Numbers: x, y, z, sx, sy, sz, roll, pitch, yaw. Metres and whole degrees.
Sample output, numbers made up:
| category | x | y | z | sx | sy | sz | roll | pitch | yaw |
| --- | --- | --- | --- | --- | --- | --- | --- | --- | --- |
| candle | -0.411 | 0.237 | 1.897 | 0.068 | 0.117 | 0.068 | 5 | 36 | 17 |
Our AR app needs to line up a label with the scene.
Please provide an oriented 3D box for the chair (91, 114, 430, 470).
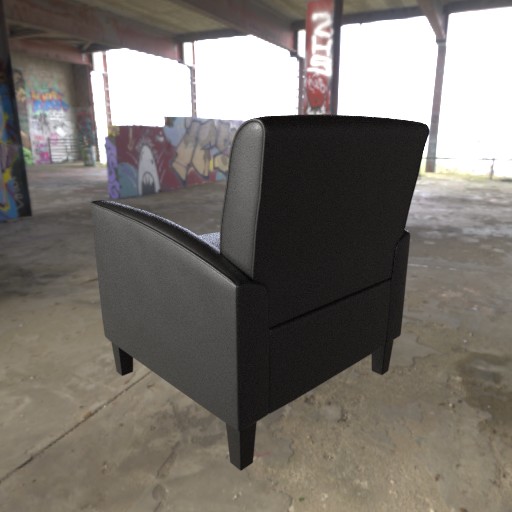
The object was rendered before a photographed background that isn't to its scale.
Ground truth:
| category | x | y | z | sx | sy | sz | roll | pitch | yaw |
| --- | --- | --- | --- | --- | --- | --- | --- | --- | --- |
| chair | 0.000 | 0.000 | 1.544 | 0.820 | 0.916 | 0.819 | -14 | 21 | -42 |
